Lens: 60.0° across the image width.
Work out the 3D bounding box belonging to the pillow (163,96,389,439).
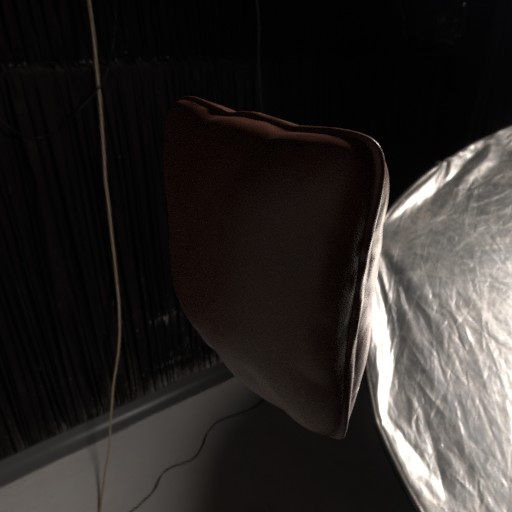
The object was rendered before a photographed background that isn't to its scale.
[{"bbox_3d":[0.000,0.000,0.822,0.236,0.523,0.532,-18,32,-32],"label":"pillow"}]
